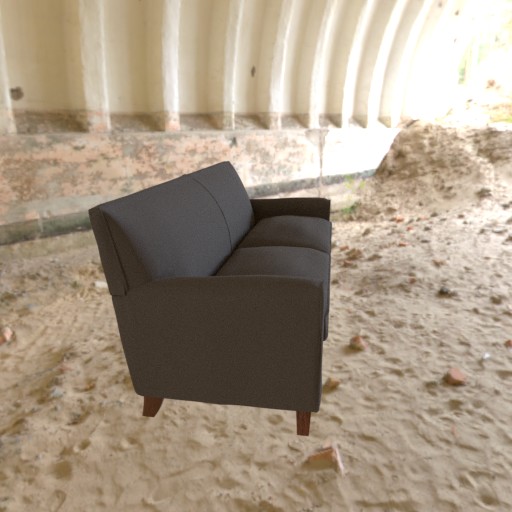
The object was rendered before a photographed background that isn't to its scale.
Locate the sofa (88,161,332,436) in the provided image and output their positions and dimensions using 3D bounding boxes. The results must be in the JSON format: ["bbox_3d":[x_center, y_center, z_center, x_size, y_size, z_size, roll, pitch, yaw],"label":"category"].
[{"bbox_3d":[0.000,0.000,2.518,0.843,0.907,2.002,3,17,9],"label":"sofa"}]
